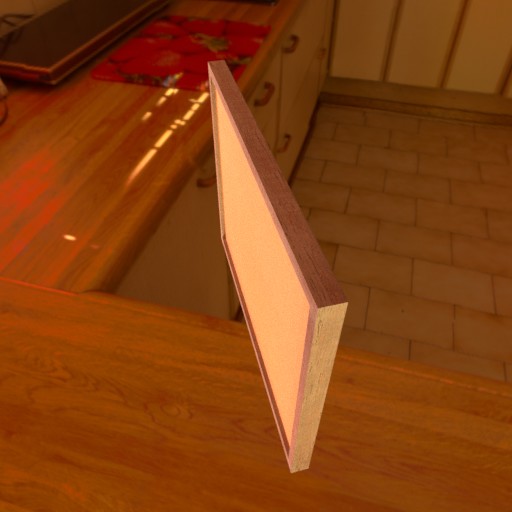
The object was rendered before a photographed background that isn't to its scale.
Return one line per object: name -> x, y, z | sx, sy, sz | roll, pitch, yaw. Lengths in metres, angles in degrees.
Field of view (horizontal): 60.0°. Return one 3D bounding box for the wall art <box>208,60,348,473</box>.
wall art -> 0.000, 0.000, 1.756 | 0.070, 1.009, 1.320 | -11, 47, -10
